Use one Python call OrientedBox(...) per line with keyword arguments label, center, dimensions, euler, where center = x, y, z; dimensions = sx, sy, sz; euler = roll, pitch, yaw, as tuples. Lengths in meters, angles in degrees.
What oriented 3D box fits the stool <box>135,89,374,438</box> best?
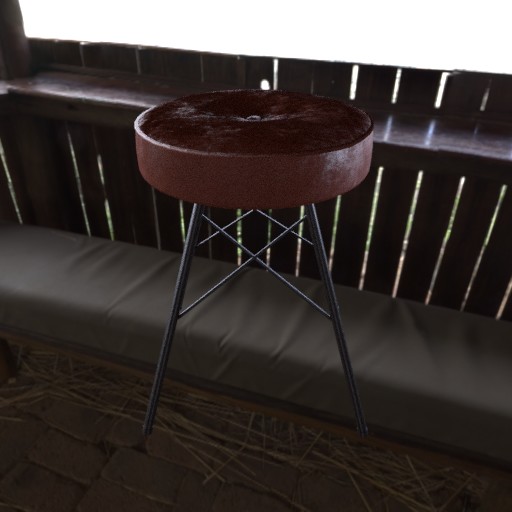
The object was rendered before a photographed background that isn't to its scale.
OrientedBox(label="stool", center=(0.000, 0.000, 0.912), dimensions=(0.457, 0.593, 0.421), euler=(0, 32, 1))
